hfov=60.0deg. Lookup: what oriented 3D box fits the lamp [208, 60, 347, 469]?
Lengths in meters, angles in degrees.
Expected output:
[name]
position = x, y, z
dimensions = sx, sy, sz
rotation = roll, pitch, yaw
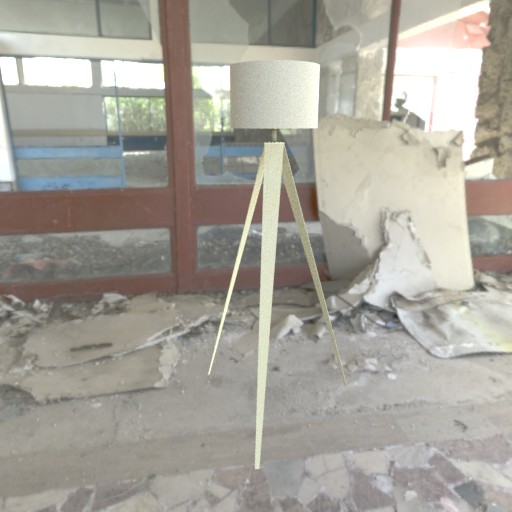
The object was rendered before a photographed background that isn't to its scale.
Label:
[lamp]
position = 0.000, 0.000, 1.917
dimensions = 0.716, 1.524, 0.724
rotation = 8, 18, 24
